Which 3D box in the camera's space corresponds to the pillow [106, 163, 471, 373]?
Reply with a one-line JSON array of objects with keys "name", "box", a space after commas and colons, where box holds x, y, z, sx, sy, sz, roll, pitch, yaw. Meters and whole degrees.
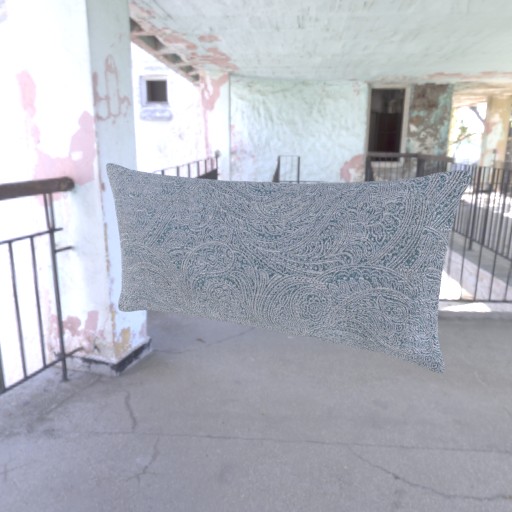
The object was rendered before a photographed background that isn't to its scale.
[{"name": "pillow", "box": [0.000, 0.000, 0.737, 0.615, 0.295, 0.151, 7, 16, 24]}]
